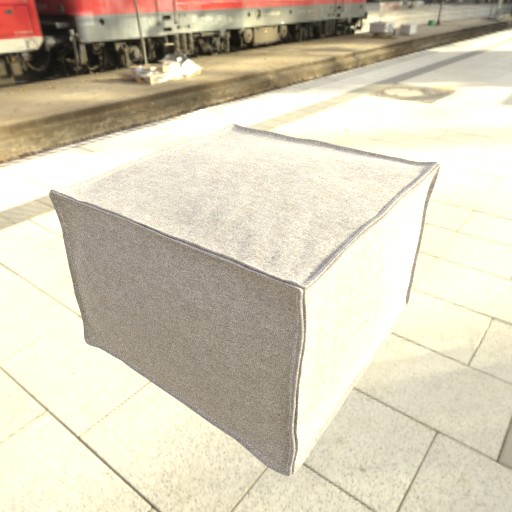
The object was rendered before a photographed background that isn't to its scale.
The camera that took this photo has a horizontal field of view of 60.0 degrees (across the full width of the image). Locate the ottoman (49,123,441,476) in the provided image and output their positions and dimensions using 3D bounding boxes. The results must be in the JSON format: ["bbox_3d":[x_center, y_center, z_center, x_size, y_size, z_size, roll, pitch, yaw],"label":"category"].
[{"bbox_3d":[0.000,0.000,1.148,0.696,0.470,0.707,20,37,30],"label":"ottoman"}]
